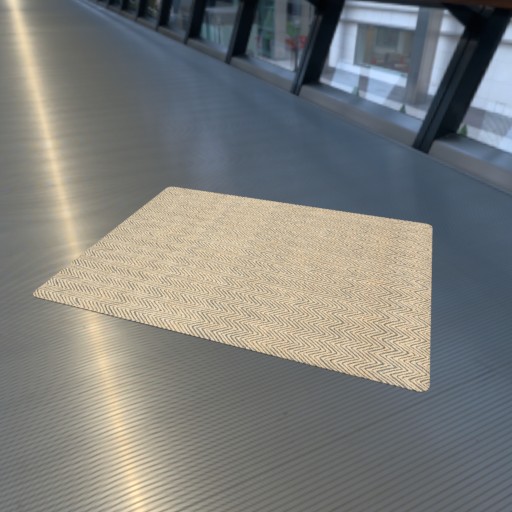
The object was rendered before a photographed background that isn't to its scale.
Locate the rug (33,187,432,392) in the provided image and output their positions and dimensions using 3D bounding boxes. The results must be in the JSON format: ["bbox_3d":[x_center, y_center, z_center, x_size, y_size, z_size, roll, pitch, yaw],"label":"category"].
[{"bbox_3d":[0.000,0.000,4.276,3.207,0.014,2.439,10,34,16],"label":"rug"}]
